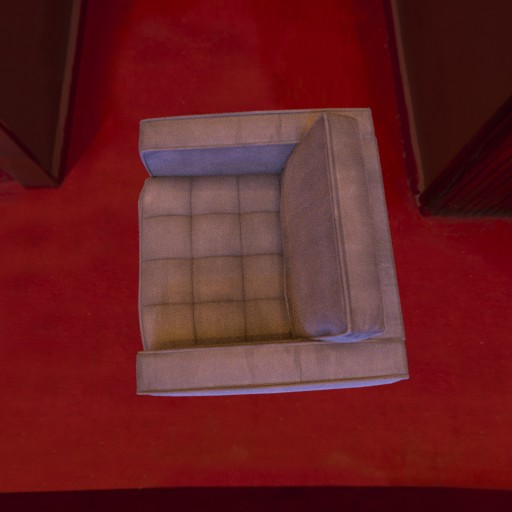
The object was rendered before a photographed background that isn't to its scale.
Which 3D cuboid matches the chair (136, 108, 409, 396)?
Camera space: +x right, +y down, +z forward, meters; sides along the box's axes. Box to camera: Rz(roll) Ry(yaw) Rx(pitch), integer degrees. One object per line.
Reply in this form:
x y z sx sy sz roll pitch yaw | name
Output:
0.000 0.000 1.551 0.843 0.773 0.928 -3 75 -1 | chair
